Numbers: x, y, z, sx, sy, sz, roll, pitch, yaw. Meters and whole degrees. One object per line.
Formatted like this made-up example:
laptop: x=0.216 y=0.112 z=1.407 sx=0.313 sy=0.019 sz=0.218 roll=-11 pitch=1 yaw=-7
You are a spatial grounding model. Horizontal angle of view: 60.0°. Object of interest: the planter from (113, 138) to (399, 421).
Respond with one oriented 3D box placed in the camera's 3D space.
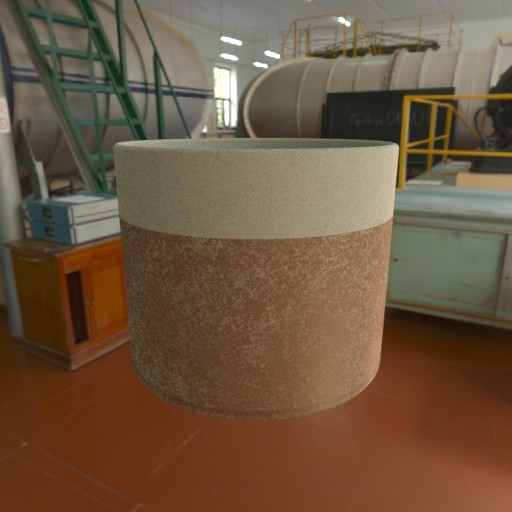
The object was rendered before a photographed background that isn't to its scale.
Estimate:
planter: x=0.000 y=0.000 z=0.276 sx=0.159 sy=0.138 sz=0.159 roll=0 pitch=17 yaw=0
